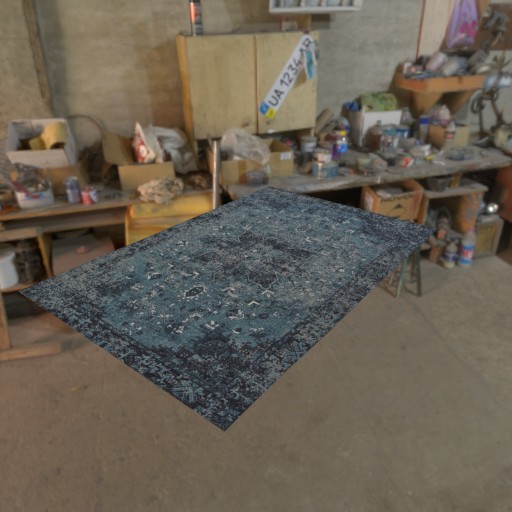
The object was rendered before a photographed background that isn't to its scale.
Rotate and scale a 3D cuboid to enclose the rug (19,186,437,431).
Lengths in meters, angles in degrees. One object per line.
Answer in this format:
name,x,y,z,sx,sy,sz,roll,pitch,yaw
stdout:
rug,0.000,0.000,2.251,1.219,0.005,1.828,20,34,33
